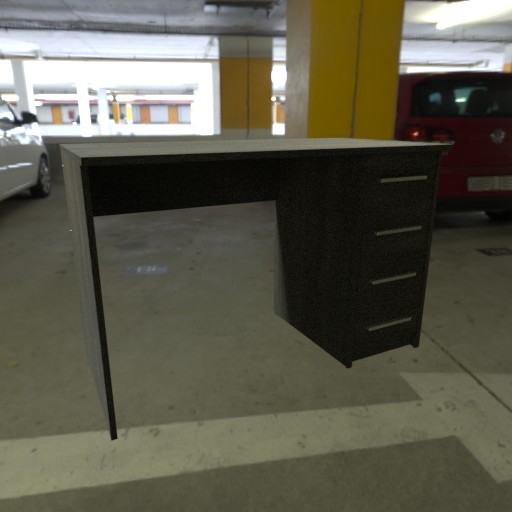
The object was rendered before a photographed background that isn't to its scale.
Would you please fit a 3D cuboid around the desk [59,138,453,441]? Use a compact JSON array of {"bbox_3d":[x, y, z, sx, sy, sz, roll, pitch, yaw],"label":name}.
[{"bbox_3d":[0.000,0.000,1.491,1.096,0.730,0.560,-9,19,-26],"label":"desk"}]
